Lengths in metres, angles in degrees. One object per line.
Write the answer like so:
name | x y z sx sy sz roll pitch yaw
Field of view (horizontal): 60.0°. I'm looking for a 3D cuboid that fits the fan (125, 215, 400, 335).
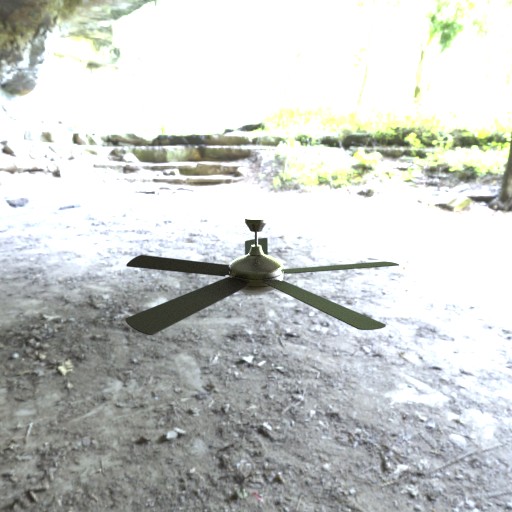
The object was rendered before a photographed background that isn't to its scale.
fan | 0.000 0.000 2.005 1.321 0.356 1.321 3 16 10
